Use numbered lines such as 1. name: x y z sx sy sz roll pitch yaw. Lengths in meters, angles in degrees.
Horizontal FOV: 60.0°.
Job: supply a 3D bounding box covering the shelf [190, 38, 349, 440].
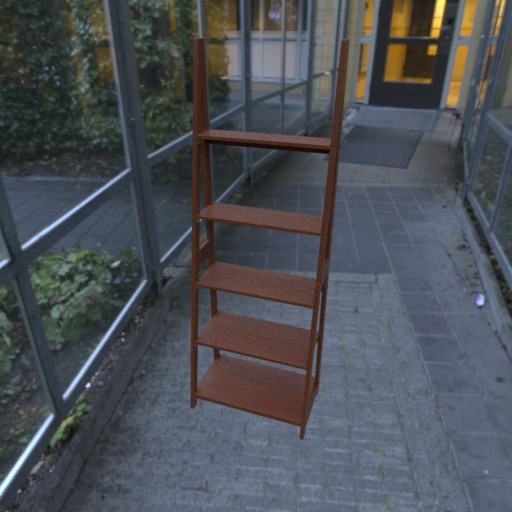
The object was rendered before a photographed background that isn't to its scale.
1. shelf: 0.000 0.000 2.031 0.630 1.780 0.356 9 29 17
